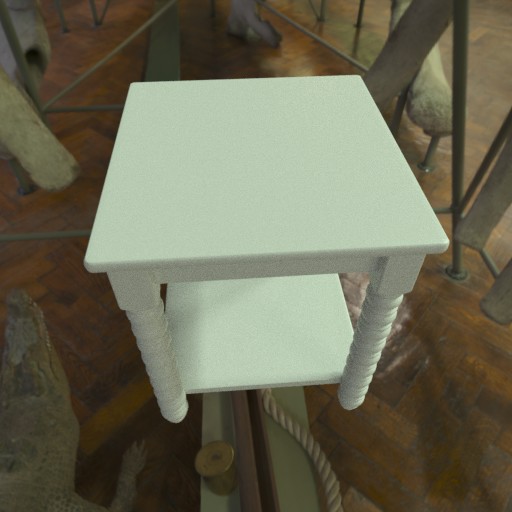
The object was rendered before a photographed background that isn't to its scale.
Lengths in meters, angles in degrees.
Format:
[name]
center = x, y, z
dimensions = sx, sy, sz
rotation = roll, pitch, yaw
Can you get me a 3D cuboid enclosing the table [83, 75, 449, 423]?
[table]
center = 0.000, 0.000, 0.981
dimensions = 0.500, 0.563, 0.533
rotation = -3, 46, -3
